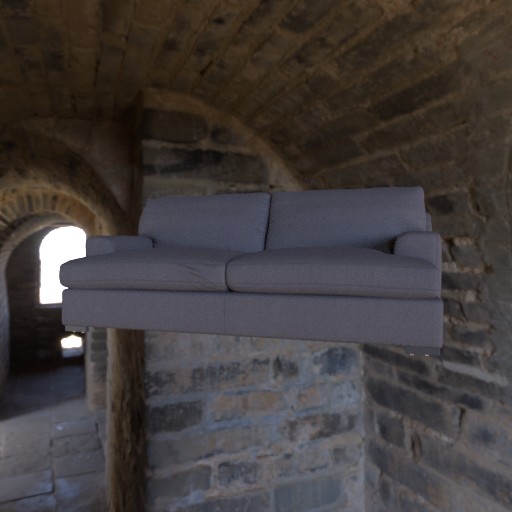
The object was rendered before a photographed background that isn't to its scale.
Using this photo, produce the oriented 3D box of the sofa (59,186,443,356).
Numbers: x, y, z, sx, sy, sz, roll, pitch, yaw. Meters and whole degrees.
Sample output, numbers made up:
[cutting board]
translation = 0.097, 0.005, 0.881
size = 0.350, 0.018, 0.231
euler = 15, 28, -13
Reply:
[sofa]
translation = 0.000, 0.000, 2.931
size = 2.271, 0.950, 1.140
euler = 0, 0, 18
